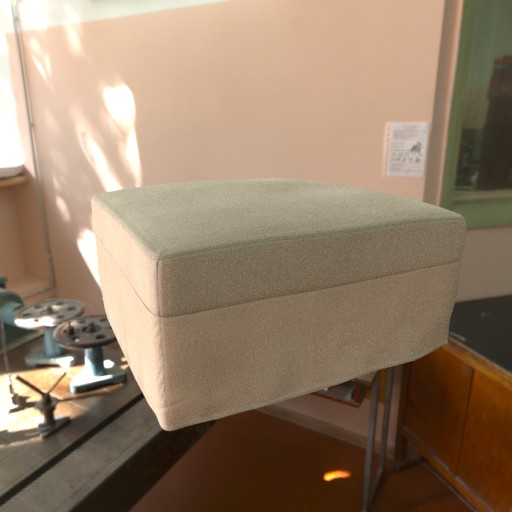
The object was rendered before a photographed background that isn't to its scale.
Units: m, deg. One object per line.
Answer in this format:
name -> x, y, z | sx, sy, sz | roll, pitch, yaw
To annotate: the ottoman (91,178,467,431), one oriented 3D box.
ottoman -> 0.000, 0.000, 1.347 | 0.842, 0.441, 0.843 | -8, 18, -26
